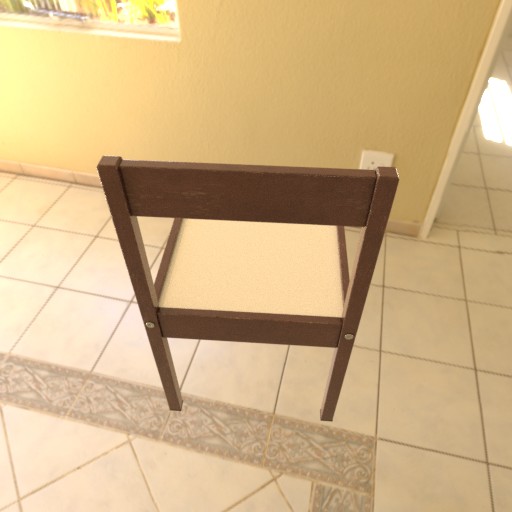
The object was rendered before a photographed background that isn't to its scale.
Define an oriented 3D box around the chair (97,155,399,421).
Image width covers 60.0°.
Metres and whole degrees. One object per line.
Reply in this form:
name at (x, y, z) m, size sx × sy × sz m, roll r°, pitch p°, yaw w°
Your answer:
chair at (0.000, 0.000, 0.689) m, size 0.285 × 0.505 × 0.285 m, roll 3°, pitch 45°, yaw 3°
